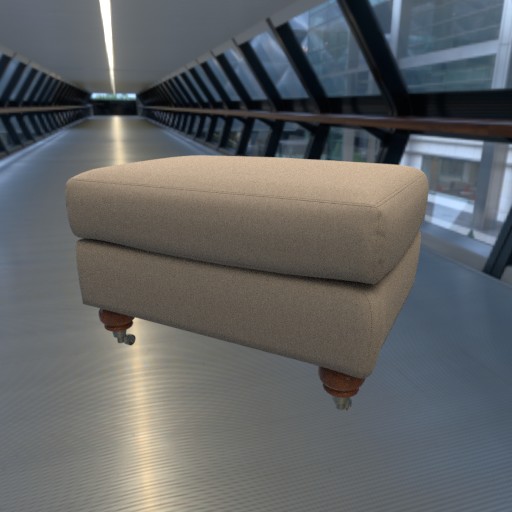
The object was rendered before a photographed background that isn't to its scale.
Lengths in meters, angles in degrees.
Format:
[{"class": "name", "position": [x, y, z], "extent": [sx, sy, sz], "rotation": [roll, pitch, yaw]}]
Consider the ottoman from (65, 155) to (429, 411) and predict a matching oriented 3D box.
[{"class": "ottoman", "position": [0.000, 0.000, 1.167], "extent": [0.773, 0.497, 0.574], "rotation": [9, 20, 26]}]
